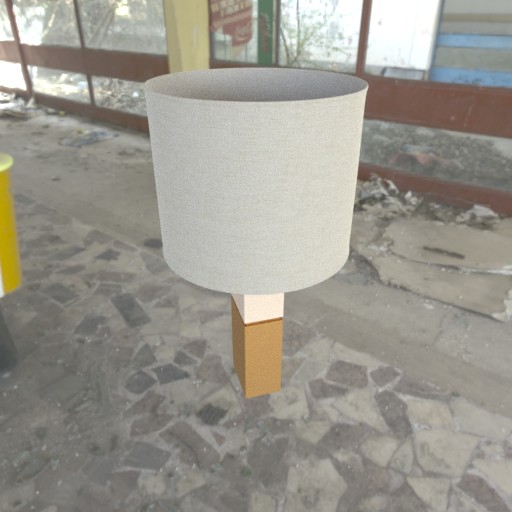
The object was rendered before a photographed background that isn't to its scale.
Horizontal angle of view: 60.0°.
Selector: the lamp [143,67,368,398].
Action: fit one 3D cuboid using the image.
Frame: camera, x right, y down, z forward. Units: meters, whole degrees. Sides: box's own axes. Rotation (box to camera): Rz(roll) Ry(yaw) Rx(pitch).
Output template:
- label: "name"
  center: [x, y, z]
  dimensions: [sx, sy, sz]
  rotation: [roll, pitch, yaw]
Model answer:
- label: "lamp"
  center: [0.000, 0.000, 0.563]
  dimensions: [0.229, 0.417, 0.229]
  rotation: [-8, 31, -14]
